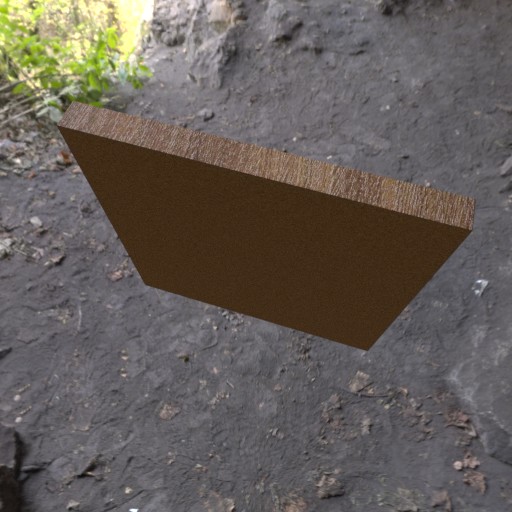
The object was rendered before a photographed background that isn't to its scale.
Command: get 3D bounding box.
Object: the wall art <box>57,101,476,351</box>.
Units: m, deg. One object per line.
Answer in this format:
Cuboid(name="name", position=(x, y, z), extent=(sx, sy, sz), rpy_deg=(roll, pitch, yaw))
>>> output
Cuboid(name="wall art", position=(0.000, 0.000, 0.600), extent=(0.406, 0.403, 0.039), rpy_deg=(15, 64, 8))
